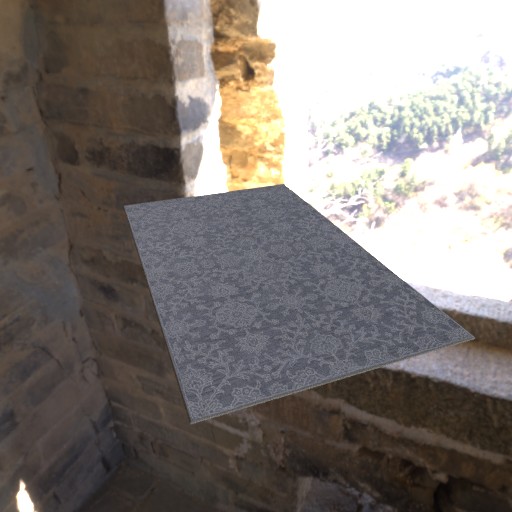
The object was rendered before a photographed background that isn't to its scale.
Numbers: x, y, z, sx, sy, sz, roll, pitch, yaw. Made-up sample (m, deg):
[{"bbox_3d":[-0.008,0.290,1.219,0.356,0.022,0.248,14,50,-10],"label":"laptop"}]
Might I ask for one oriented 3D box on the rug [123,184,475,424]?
[{"bbox_3d":[0.000,0.000,3.057,1.515,0.010,2.430,-11,31,-18],"label":"rug"}]
